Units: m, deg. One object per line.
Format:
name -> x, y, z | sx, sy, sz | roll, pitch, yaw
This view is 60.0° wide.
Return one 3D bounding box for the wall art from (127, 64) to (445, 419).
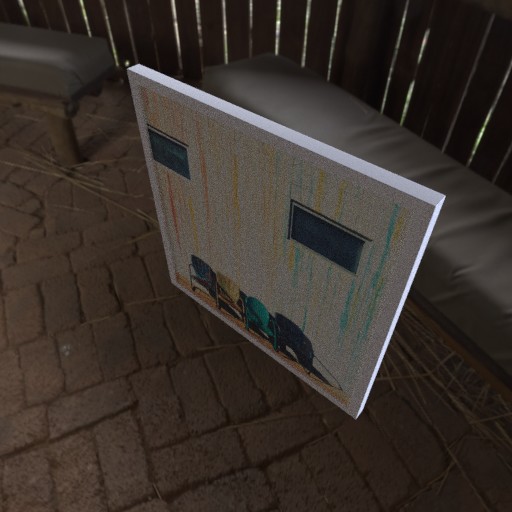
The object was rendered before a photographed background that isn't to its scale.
wall art -> 0.000, 0.000, 1.136 | 0.760, 0.760, 0.036 | 32, 54, 27
